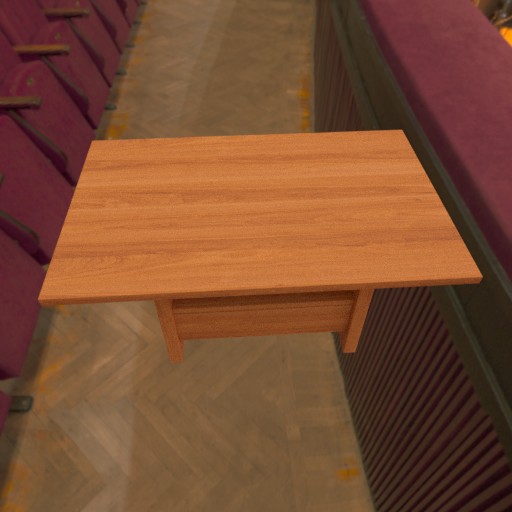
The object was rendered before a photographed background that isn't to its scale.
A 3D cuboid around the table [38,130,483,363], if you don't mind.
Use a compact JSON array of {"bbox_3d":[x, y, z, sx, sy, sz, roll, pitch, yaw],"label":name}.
[{"bbox_3d":[0.000,0.000,1.516,1.100,0.510,0.700,-3,47,-3],"label":"table"}]
